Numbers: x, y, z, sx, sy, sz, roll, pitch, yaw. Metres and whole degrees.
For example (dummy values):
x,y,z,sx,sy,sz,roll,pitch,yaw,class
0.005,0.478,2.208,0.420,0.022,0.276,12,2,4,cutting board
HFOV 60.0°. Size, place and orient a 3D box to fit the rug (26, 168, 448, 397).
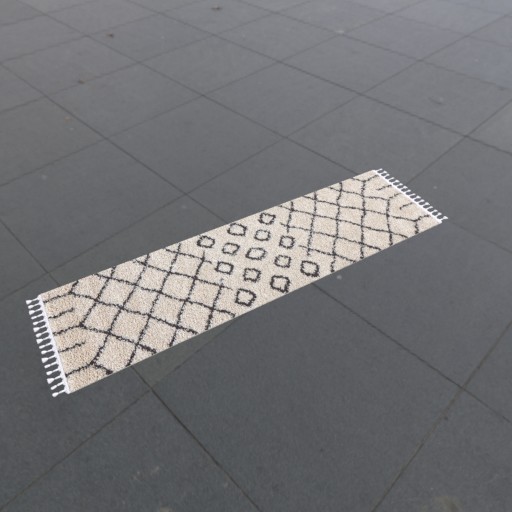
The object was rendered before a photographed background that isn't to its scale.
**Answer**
x,y,z,sx,sy,sz,roll,pitch,yaw,class
0.000,0.000,2.596,2.464,0.005,0.660,-22,50,-20,rug
